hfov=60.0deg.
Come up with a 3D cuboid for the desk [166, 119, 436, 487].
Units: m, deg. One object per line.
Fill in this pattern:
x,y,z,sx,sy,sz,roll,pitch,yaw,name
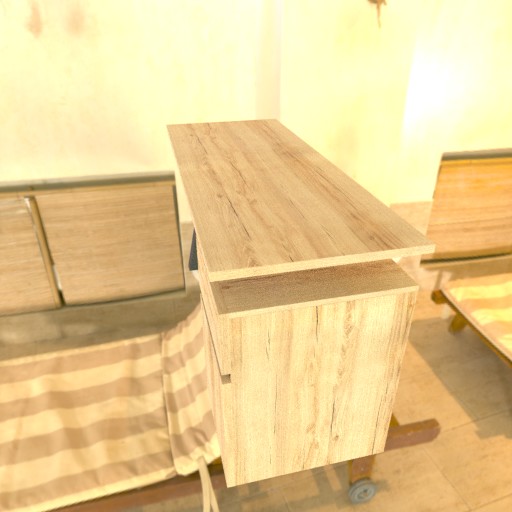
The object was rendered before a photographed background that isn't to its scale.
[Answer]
0.000,0.000,1.790,0.550,0.760,1.400,-7,30,-12,desk
